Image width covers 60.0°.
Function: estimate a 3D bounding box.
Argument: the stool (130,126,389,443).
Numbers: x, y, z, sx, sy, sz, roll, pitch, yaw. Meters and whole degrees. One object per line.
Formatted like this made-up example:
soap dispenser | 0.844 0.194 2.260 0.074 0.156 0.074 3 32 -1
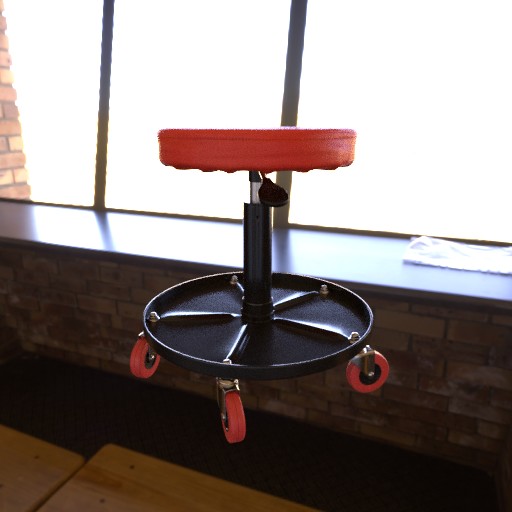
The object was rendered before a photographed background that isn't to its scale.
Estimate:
stool | 0.000 0.000 0.655 0.381 0.365 0.382 -3 17 -9
